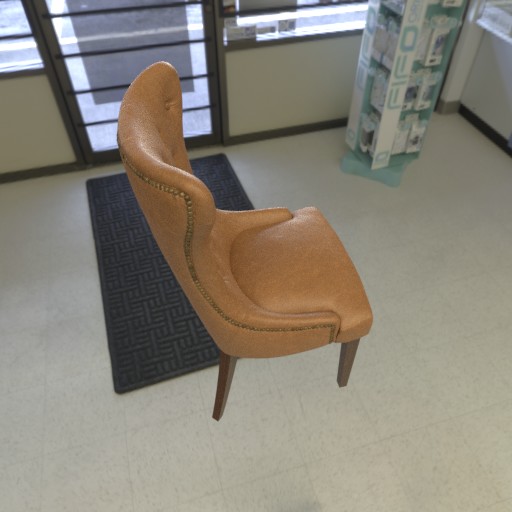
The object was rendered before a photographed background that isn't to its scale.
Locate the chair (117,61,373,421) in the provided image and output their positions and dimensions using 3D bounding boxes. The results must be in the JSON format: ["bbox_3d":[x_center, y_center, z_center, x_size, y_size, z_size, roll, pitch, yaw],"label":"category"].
[{"bbox_3d":[0.000,0.000,1.428,0.669,1.065,0.611,-10,47,-10],"label":"chair"}]
